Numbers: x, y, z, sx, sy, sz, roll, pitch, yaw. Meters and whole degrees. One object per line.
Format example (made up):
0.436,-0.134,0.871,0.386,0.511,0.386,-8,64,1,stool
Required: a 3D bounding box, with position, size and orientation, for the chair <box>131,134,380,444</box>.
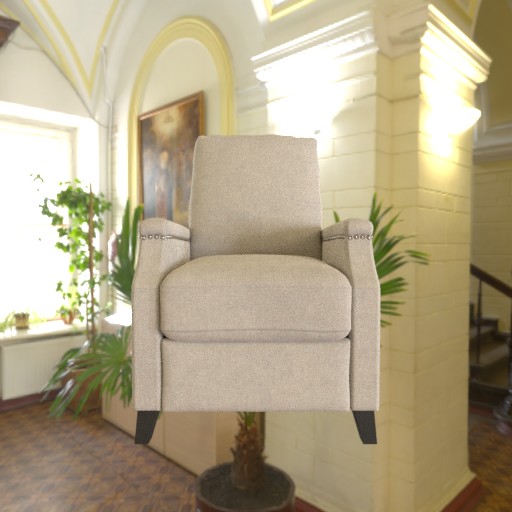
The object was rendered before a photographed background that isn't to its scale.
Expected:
0.000,0.000,1.656,0.710,1.049,0.922,0,2,0,chair
